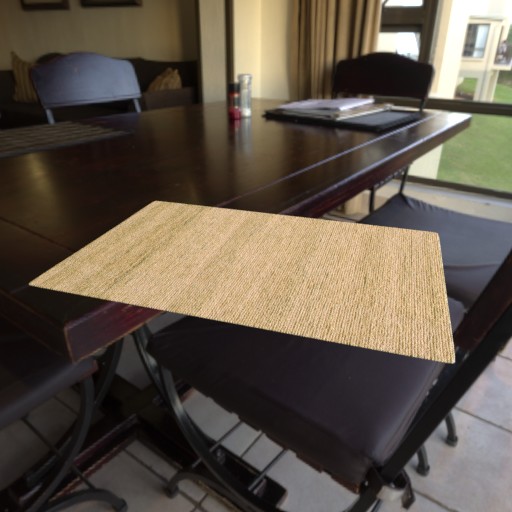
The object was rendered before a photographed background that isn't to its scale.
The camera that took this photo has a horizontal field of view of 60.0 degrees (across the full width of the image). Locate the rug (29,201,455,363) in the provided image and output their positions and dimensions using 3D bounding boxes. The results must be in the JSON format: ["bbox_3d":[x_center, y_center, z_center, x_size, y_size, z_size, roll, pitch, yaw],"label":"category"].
[{"bbox_3d":[0.000,0.000,2.202,1.758,0.010,1.143,8,28,16],"label":"rug"}]
